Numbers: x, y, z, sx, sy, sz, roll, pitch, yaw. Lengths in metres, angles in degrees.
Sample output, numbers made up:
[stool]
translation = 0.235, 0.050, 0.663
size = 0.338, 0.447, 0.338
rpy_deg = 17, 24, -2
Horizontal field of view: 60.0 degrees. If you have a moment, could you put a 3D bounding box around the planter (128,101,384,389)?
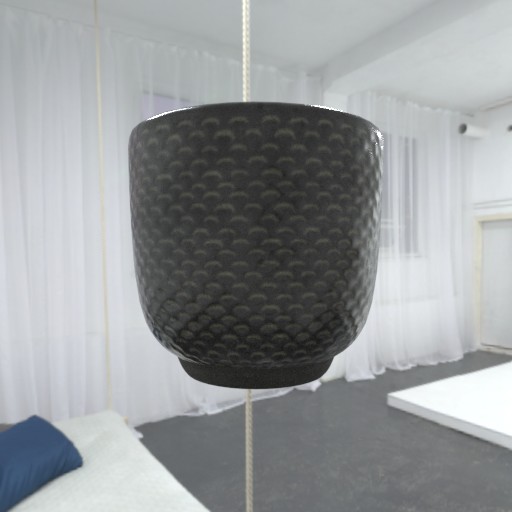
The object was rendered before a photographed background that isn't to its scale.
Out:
[planter]
translation = 0.000, 0.000, 0.252
size = 0.140, 0.129, 0.140
rpy_deg = 0, 0, 0
